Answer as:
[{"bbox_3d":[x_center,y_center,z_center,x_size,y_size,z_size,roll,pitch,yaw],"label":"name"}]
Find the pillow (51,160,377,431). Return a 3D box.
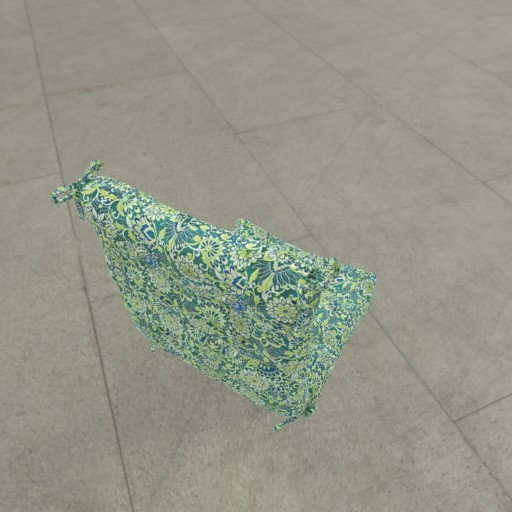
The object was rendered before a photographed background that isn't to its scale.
[{"bbox_3d":[0.000,0.000,1.029,0.519,0.605,0.571,24,51,21],"label":"pillow"}]
